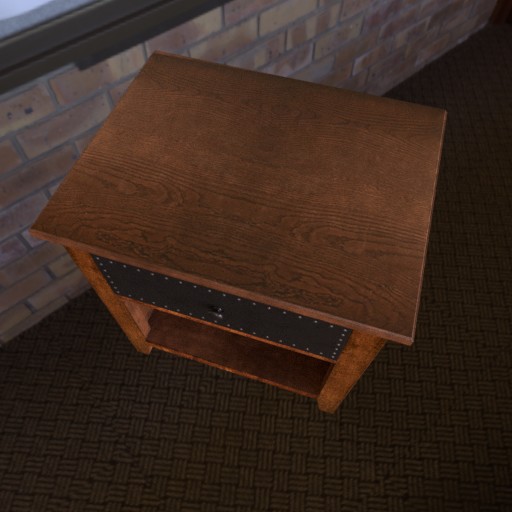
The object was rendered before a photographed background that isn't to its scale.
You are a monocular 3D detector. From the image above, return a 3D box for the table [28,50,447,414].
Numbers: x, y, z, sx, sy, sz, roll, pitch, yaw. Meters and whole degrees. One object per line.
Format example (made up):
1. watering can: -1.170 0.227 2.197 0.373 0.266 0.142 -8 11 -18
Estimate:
1. table: 0.000 0.000 0.992 0.586 0.597 0.461 15 60 9
